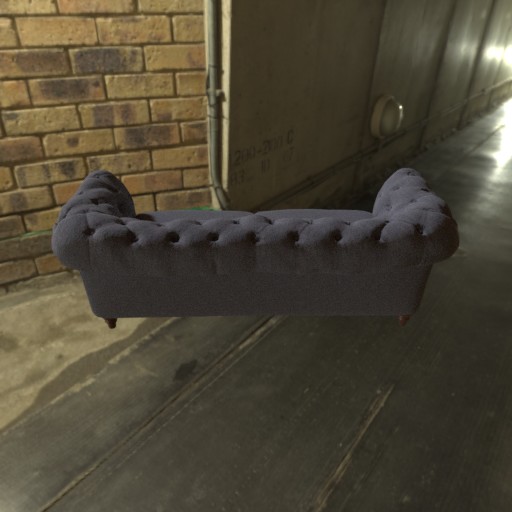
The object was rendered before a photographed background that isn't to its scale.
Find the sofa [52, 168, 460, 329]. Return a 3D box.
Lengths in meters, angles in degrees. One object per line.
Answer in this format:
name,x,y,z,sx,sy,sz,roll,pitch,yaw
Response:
sofa,0.000,0.000,2.804,2.335,0.836,1.046,-1,30,-1
